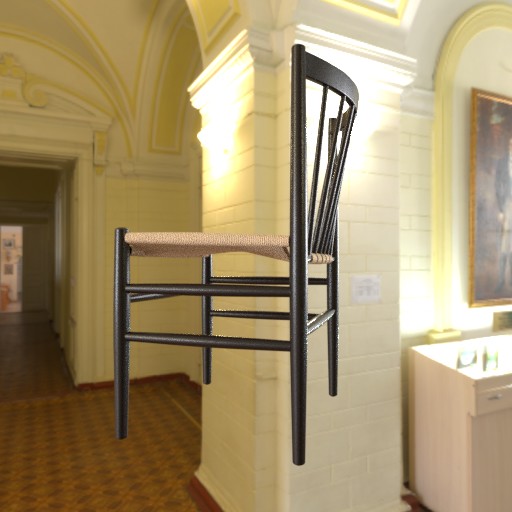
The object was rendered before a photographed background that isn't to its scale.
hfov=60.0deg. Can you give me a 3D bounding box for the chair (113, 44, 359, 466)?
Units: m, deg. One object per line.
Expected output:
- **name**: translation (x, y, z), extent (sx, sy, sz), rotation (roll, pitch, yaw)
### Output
- **chair**: translation (0.000, 0.000, 1.133), extent (0.516, 0.818, 0.495), rotation (0, -1, 18)
